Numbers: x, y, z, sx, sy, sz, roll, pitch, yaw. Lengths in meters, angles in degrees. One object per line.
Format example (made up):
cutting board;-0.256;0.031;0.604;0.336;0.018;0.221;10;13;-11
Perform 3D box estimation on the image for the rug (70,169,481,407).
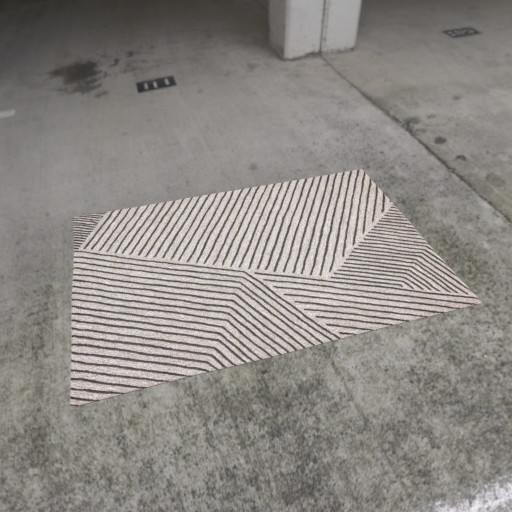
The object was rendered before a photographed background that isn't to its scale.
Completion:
rug;0.000;0.000;2.311;1.842;0.019;1.237;-11;44;-12
